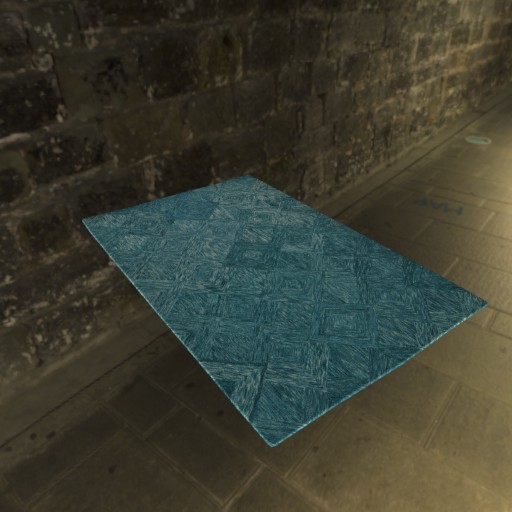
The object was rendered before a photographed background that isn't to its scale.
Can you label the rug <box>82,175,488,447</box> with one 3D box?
[{"bbox_3d":[0.000,0.000,2.127,1.136,0.017,1.728,-21,38,-30],"label":"rug"}]
